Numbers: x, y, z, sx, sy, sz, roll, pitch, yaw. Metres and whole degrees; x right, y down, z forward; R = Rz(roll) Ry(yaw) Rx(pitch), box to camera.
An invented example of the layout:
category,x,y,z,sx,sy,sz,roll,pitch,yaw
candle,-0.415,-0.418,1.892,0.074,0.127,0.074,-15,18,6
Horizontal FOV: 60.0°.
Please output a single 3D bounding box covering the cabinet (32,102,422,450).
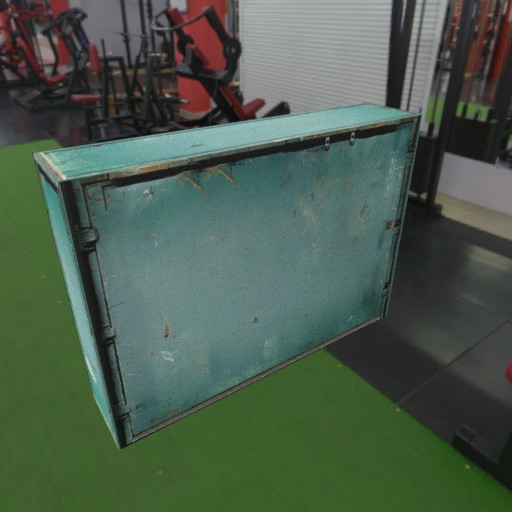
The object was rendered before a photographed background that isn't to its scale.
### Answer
category,x,y,z,sx,sy,sz,roll,pitch,yaw
cabinet,0.000,0.000,3.850,3.001,2.160,0.680,-18,34,-29
